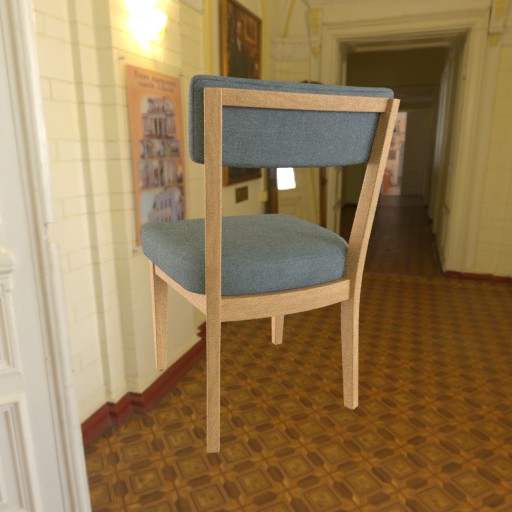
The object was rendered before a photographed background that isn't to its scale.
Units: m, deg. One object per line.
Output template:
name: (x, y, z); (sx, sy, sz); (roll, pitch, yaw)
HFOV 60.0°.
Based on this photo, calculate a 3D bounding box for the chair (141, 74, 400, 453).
chair: (0.000, 0.000, 1.201); (0.508, 0.832, 0.572); (-7, 15, -25)
